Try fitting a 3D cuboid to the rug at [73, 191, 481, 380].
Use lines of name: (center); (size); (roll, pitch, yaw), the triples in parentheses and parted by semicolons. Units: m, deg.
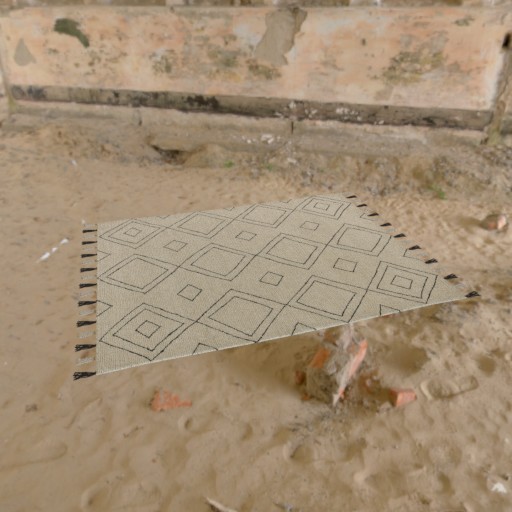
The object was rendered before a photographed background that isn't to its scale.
rug: (0.000, 0.000, 4.259); (3.221, 0.026, 2.342); (-9, 32, -15)
